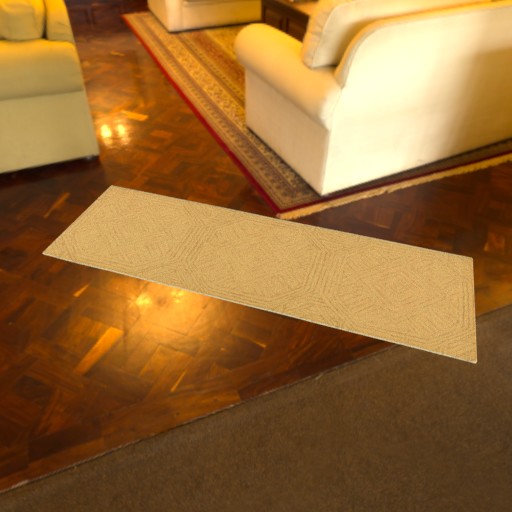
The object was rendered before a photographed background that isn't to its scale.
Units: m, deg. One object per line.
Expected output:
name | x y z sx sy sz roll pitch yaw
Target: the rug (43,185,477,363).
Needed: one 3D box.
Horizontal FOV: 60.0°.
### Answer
rug | 0.000 0.000 2.646 2.452 0.012 0.775 13 44 13
